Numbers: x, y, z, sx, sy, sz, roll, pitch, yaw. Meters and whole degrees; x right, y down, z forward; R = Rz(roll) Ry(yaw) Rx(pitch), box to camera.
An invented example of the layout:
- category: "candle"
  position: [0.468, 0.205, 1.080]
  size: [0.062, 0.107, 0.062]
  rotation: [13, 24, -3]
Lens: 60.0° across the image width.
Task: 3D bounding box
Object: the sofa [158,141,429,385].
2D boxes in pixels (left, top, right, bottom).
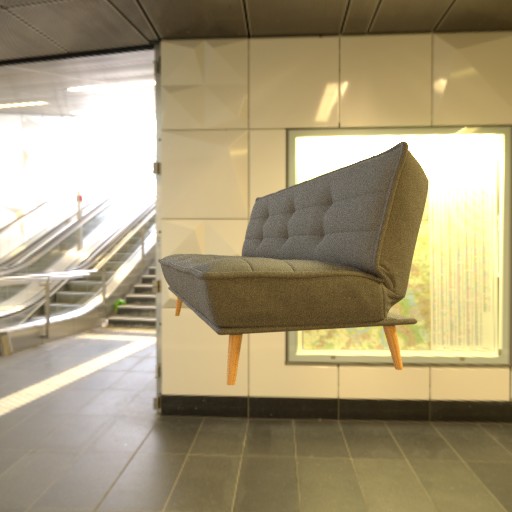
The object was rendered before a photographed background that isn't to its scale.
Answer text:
- category: "sofa"
  position: [0.000, 0.000, 2.490]
  size: [0.950, 0.890, 1.940]
  rotation: [0, 1, -17]
